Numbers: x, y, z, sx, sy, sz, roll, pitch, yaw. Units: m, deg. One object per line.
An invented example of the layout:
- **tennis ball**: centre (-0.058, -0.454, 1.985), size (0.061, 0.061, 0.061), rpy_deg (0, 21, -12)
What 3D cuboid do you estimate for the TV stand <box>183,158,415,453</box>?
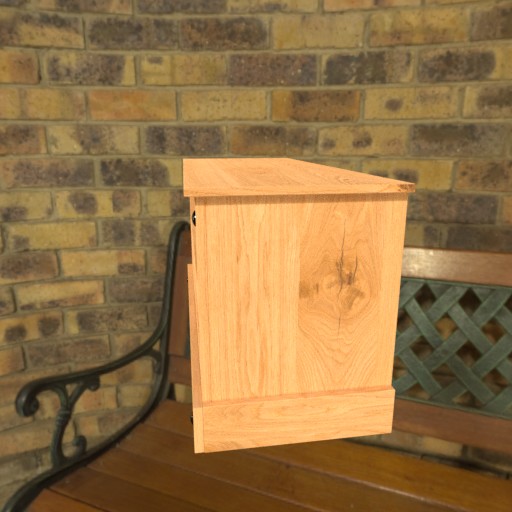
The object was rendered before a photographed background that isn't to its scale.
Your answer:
- **TV stand**: centre (0.000, 0.000, 1.389), size (0.440, 0.550, 1.080), rpy_deg (-2, 15, -9)
